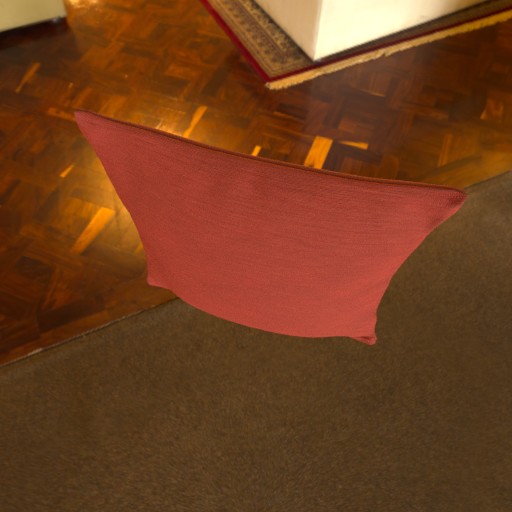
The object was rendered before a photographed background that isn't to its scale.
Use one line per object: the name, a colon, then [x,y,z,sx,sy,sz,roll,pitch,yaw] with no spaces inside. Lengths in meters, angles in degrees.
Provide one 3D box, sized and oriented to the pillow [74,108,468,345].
pillow: [0.000,0.000,0.637,0.435,0.416,0.151,14,60,9]
